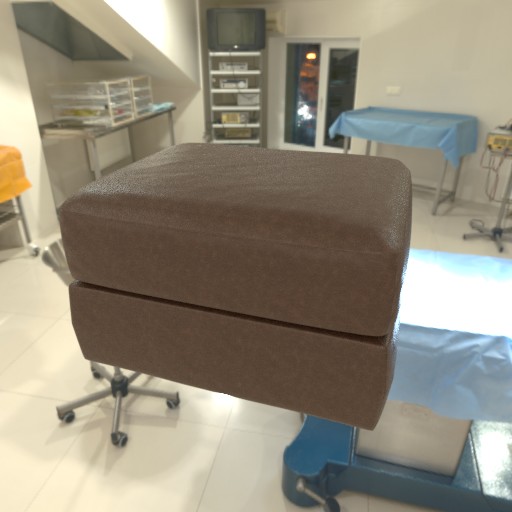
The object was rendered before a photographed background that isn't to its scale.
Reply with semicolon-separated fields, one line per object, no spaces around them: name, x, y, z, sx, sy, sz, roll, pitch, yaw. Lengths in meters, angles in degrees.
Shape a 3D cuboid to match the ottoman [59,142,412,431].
ottoman;0.000;0.000;1.153;0.751;0.476;0.603;9;28;17
